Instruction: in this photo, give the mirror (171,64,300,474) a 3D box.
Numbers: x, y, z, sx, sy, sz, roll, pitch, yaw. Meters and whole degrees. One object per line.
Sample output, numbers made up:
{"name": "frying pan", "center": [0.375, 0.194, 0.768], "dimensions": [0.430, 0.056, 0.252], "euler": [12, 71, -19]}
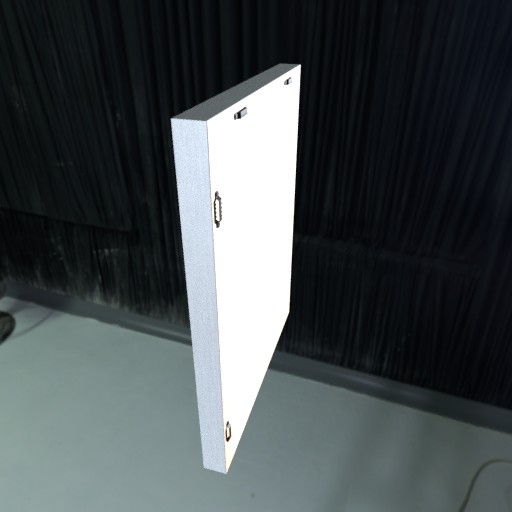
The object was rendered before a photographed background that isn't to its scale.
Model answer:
{"name": "mirror", "center": [0.000, 0.000, 0.693], "dimensions": [0.041, 0.509, 0.406], "euler": [9, 31, 14]}
